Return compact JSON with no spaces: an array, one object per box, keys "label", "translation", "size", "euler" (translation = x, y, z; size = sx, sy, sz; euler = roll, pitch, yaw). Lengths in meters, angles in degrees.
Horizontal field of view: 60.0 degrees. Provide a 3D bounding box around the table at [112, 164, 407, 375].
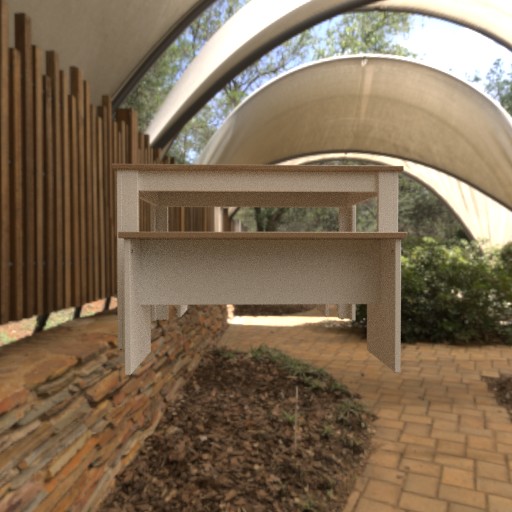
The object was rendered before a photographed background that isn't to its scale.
[{"label":"table","translation":[0.000,0.000,2.044],"size":[1.100,0.700,1.443],"euler":[0,1,-2]}]
